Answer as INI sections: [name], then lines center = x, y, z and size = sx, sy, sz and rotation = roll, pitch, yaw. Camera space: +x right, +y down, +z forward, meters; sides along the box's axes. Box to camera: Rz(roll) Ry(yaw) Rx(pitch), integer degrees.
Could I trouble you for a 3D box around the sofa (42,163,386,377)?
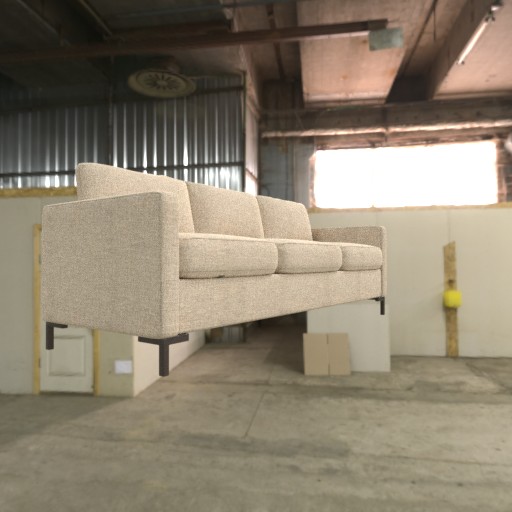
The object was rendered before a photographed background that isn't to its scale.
[sofa]
center = 0.000, 0.000, 2.689
size = 0.859, 0.874, 2.218
rotation = 0, 0, 36
